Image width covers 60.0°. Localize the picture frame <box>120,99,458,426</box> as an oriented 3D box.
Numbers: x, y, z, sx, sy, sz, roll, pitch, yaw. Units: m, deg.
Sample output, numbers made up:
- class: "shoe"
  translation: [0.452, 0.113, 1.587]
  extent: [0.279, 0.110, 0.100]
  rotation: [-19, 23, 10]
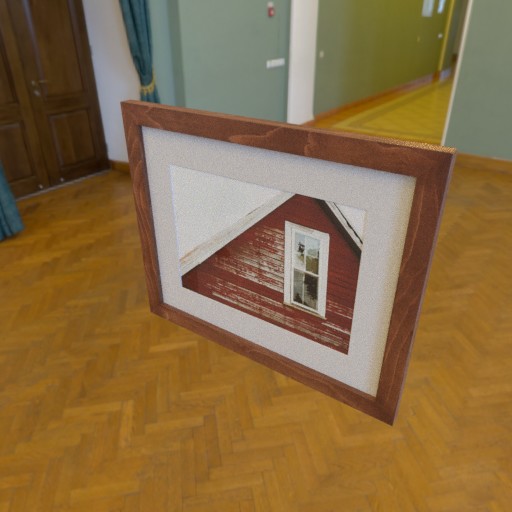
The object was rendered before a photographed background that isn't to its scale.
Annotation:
- class: "picture frame"
  translation: [0.000, 0.000, 0.764]
  extent: [0.559, 0.457, 0.025]
  rotation: [18, 34, 29]
